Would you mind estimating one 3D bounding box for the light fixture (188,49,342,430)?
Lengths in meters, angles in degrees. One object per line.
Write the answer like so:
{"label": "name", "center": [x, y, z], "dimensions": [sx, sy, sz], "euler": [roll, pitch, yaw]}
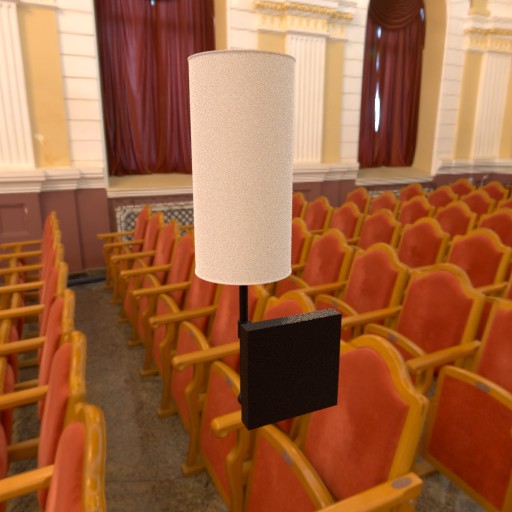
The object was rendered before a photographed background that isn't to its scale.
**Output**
{"label": "light fixture", "center": [0.000, 0.000, 0.549], "dimensions": [0.128, 0.462, 0.208], "euler": [-6, 16, -24]}
